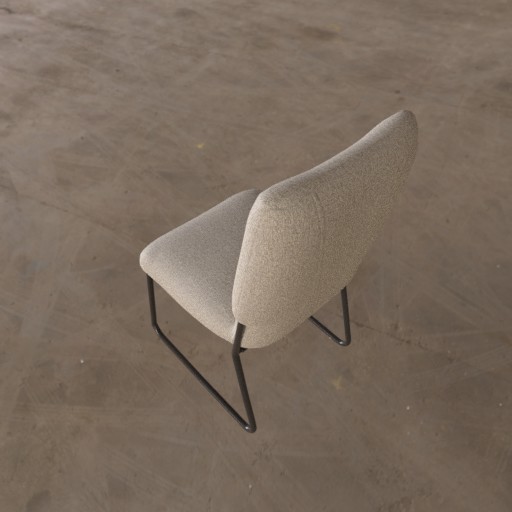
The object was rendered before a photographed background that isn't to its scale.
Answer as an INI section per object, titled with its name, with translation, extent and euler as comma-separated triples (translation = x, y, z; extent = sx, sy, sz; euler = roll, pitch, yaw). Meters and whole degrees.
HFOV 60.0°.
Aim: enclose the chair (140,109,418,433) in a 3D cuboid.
[chair]
translation = 0.000, 0.000, 1.158
extent = 0.448, 0.864, 0.560
euler = -34, 55, -28
